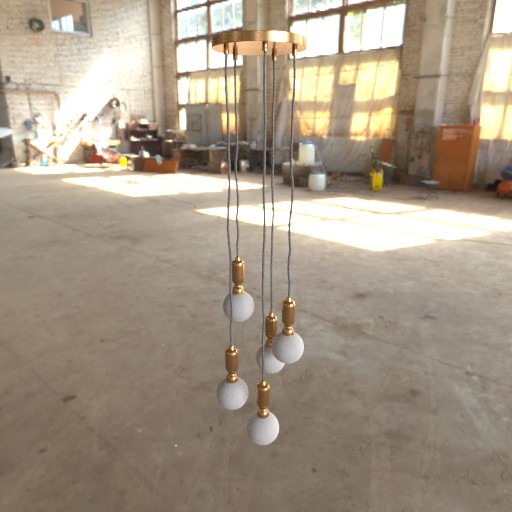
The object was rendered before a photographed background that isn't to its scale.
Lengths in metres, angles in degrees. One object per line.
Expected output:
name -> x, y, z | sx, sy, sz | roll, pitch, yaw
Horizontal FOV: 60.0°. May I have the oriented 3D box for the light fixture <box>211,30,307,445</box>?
light fixture -> 0.000, 0.000, 0.513 | 0.105, 0.457, 0.108 | -8, 19, -25
